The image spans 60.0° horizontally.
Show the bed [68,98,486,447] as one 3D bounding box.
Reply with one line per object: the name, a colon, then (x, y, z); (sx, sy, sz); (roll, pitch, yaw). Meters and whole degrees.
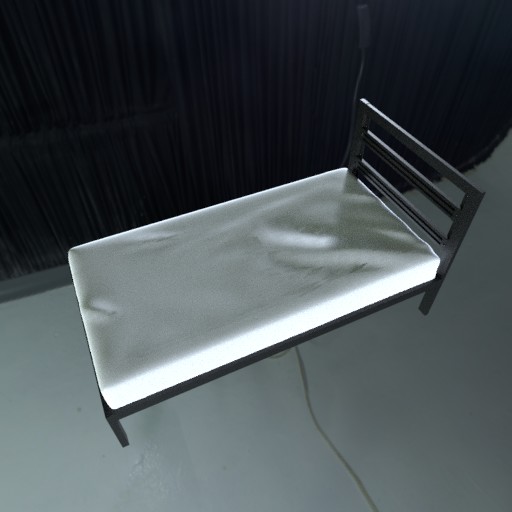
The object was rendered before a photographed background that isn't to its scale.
bed: (0.000, 0.000, 2.447); (1.930, 0.967, 0.991); (-19, 49, -17)
